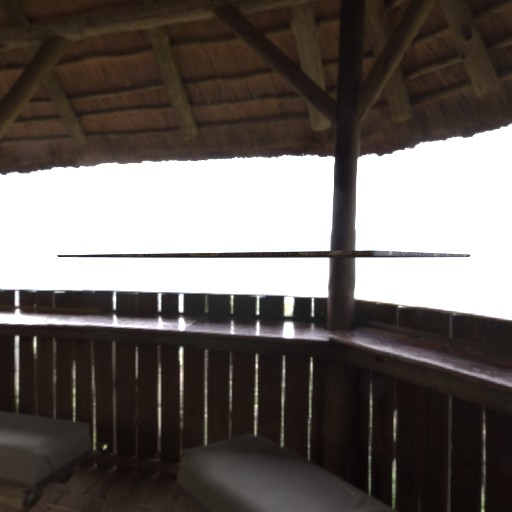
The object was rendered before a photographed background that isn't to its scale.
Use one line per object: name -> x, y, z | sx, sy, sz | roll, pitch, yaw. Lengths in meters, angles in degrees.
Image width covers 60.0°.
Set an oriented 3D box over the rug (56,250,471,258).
rug -> 0.000, 0.000, 3.446 | 2.701, 0.026, 1.801 | 0, -1, 38
